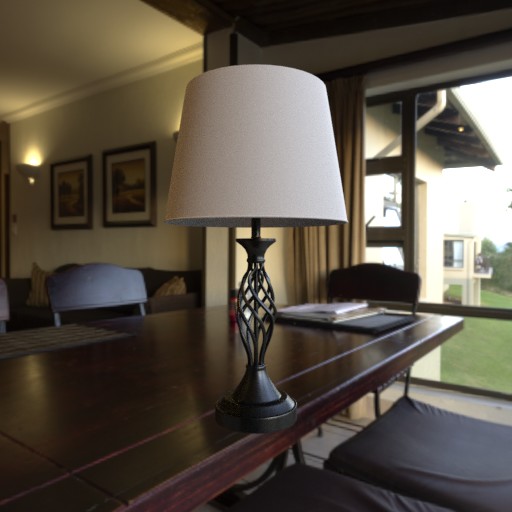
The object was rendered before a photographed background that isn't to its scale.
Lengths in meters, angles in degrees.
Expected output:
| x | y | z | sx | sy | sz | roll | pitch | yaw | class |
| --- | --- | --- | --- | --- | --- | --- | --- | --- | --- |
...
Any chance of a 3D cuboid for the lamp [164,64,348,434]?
| x | y | z | sx | sy | sz | roll | pitch | yaw | class |
| --- | --- | --- | --- | --- | --- | --- | --- | --- | --- |
| 0.000 | 0.000 | 0.813 | 0.331 | 0.594 | 0.331 | 0 | 1 | 0 | lamp |
